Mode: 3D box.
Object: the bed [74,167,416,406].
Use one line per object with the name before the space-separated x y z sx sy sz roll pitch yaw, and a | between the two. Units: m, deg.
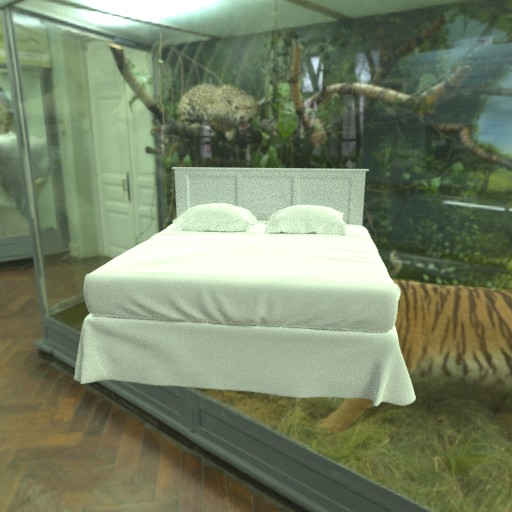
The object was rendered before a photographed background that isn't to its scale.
bed | 0.000 0.000 3.648 2.317 1.273 2.215 2 15 8
